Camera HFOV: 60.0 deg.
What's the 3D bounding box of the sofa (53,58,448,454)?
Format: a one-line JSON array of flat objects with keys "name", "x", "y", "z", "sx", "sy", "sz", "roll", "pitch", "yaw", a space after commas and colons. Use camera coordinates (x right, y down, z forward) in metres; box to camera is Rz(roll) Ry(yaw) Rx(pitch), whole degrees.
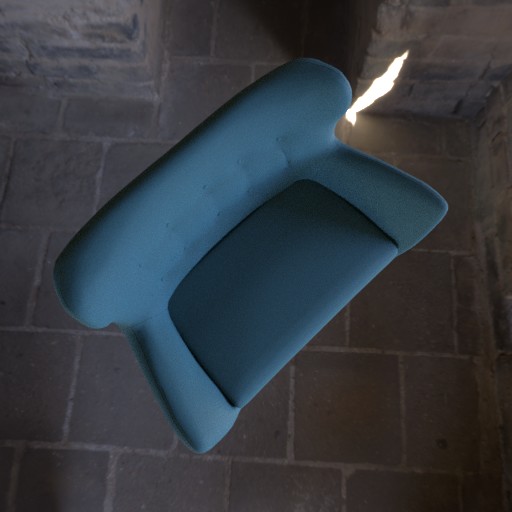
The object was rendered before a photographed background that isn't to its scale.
[{"name": "sofa", "x": 0.000, "y": 0.000, "z": 1.925, "sx": 1.397, "sy": 0.889, "sz": 0.889, "roll": -43, "pitch": 80, "yaw": -9}]
